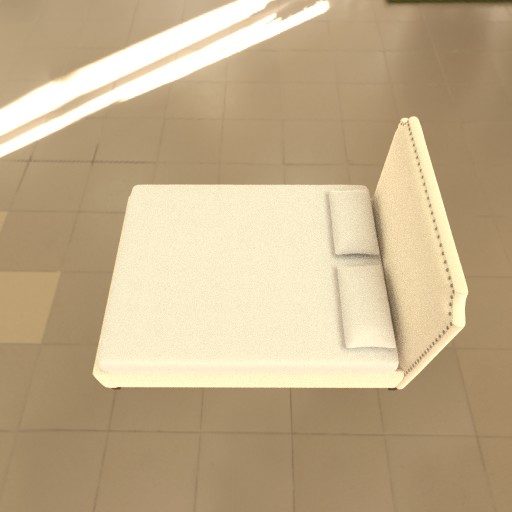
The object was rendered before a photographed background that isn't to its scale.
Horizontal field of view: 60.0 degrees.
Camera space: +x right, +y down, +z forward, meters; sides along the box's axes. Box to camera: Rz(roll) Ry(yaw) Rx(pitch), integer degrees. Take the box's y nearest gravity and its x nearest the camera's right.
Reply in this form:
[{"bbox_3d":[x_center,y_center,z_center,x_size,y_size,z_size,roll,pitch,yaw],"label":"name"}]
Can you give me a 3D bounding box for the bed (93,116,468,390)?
[{"bbox_3d":[0.000,0.000,3.406,2.372,1.497,1.712,0,57,0],"label":"bed"}]
